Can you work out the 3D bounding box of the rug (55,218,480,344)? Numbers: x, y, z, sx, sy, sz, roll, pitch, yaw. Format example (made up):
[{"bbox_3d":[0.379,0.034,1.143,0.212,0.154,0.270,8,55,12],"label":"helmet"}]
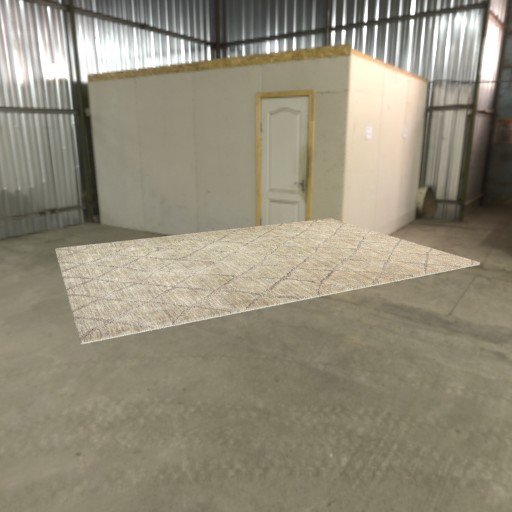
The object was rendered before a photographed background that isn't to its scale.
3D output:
[{"bbox_3d":[0.000,0.000,2.845,2.280,0.015,1.521,-8,18,-26],"label":"rug"}]
